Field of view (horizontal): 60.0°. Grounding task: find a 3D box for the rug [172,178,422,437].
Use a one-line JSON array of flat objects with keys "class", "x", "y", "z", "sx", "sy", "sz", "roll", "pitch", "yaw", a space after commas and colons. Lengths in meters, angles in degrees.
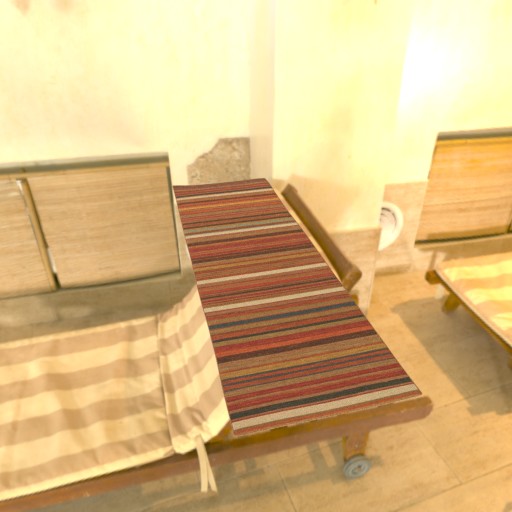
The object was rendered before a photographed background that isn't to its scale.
[{"class": "rug", "x": 0.000, "y": 0.000, "z": 2.745, "sx": 0.799, "sy": 0.030, "sz": 2.444, "roll": -8, "pitch": 33, "yaw": -12}]
